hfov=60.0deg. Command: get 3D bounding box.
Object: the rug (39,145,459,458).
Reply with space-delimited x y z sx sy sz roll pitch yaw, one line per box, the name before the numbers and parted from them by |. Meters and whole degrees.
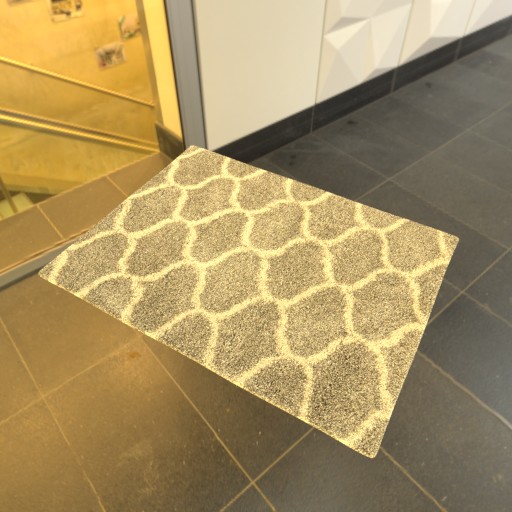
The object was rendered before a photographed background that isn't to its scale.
rug | 0.000 0.000 2.086 1.600 0.025 1.200 23 51 20
